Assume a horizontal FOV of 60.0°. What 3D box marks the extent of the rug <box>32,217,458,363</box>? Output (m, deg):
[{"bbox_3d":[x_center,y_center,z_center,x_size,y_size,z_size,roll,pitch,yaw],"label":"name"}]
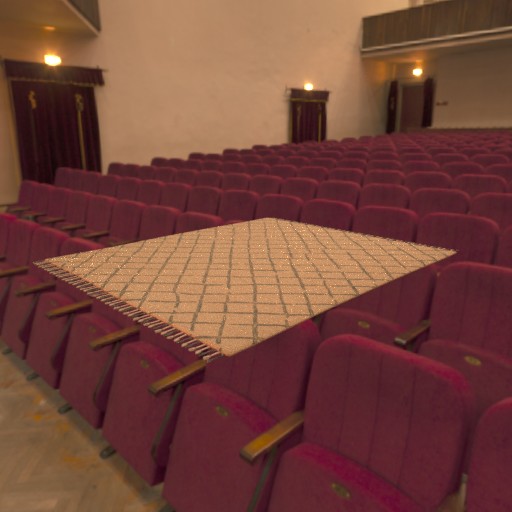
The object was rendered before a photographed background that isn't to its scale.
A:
[{"bbox_3d":[0.000,0.000,4.716,3.585,0.036,2.892,-15,21,-43],"label":"rug"}]
